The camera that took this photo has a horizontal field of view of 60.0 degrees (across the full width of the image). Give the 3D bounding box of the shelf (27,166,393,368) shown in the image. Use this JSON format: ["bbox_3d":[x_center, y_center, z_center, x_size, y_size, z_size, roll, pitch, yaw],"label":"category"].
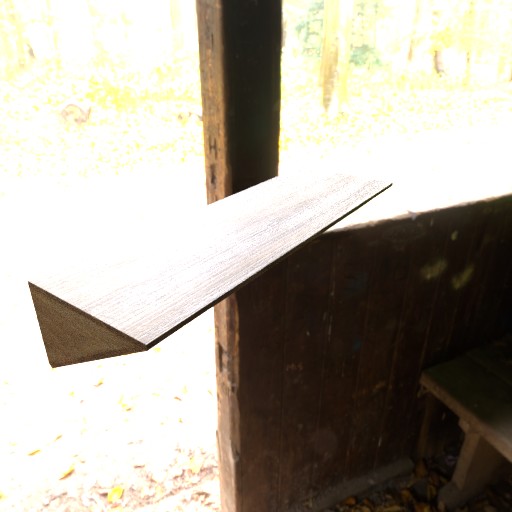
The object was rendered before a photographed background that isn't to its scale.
[{"bbox_3d":[0.000,0.000,0.699,0.200,0.125,0.610,18,32,32],"label":"shelf"}]
